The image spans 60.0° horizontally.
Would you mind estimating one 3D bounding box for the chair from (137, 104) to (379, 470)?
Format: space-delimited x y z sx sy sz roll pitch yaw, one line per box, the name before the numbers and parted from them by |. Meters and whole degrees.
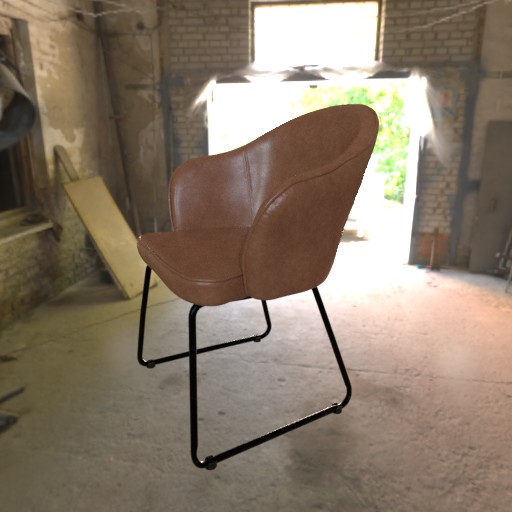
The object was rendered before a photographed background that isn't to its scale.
chair | 0.000 0.000 1.194 0.580 0.785 0.582 -9 19 -27
